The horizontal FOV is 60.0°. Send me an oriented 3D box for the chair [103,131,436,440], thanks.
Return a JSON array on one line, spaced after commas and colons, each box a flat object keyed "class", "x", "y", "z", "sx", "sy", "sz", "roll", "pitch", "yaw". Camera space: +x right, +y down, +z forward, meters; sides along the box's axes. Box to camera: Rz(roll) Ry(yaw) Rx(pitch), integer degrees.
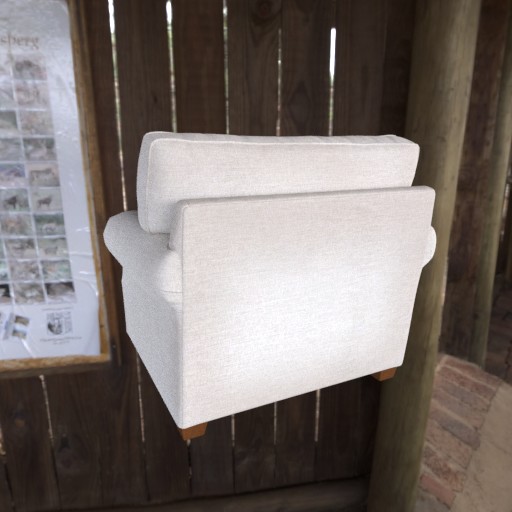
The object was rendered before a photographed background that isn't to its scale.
[{"class": "chair", "x": 0.000, "y": 0.000, "z": 1.814, "sx": 1.092, "sy": 0.961, "sz": 0.965, "roll": -7, "pitch": 16, "yaw": -26}]
